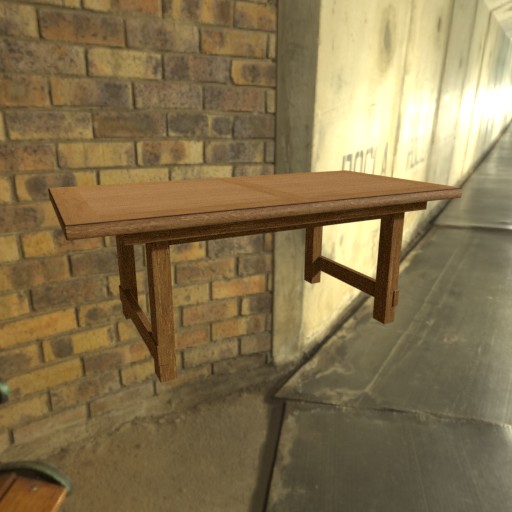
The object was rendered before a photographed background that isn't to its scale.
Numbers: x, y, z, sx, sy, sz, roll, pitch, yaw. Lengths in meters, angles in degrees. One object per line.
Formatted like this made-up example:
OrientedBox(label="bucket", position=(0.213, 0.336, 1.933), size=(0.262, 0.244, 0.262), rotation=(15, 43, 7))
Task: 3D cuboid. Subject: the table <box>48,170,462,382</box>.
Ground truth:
OrientedBox(label="table", position=(0.000, 0.000, 2.481), size=(1.982, 0.762, 1.000), rotation=(-8, 19, -26))
